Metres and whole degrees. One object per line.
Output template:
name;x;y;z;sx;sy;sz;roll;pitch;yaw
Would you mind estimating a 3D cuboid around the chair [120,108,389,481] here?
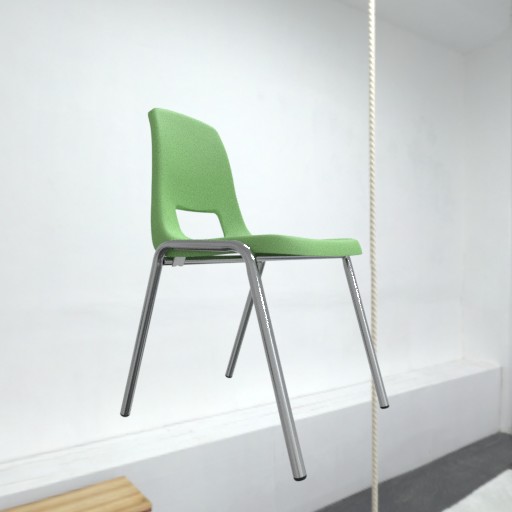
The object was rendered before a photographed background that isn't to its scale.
chair;0.000;0.000;0.915;0.436;0.653;0.381;1;1;35
